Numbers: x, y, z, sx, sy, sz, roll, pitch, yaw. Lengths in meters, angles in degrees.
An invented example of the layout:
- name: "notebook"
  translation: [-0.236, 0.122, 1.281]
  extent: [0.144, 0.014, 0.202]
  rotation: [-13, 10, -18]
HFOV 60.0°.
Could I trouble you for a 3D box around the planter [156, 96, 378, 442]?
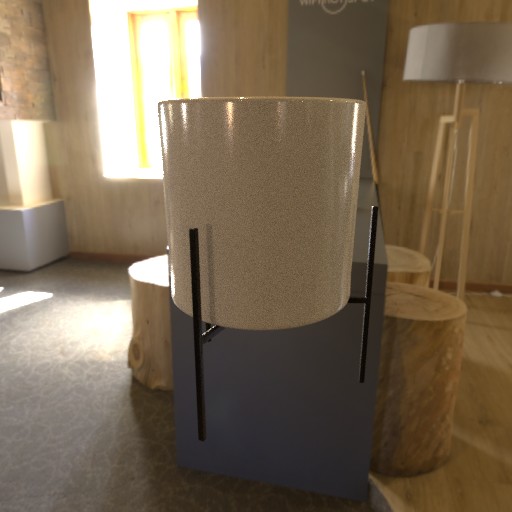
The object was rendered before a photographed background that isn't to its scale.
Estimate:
- name: "planter"
  translation: [0.000, 0.000, 0.654]
  extent: [0.307, 0.431, 0.308]
  rotation: [9, 19, 27]
